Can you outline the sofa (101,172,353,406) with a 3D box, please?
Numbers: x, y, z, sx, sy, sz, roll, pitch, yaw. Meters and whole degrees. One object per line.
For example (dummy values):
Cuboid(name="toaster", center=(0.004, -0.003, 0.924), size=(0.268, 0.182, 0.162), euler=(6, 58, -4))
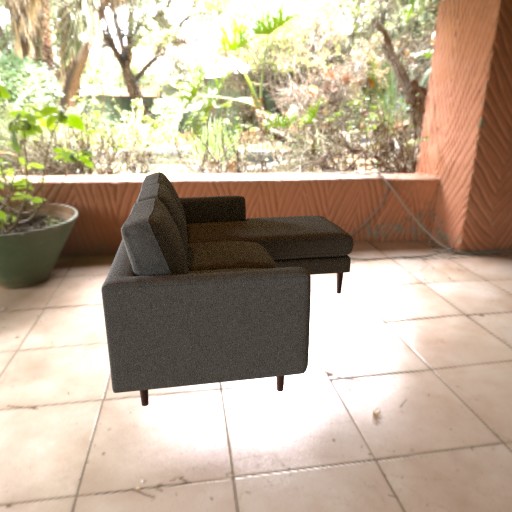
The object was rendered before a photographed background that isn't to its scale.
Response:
Cuboid(name="sofa", center=(0.000, 0.000, 2.986), size=(1.667, 0.957, 2.055), euler=(-3, 18, -10))
